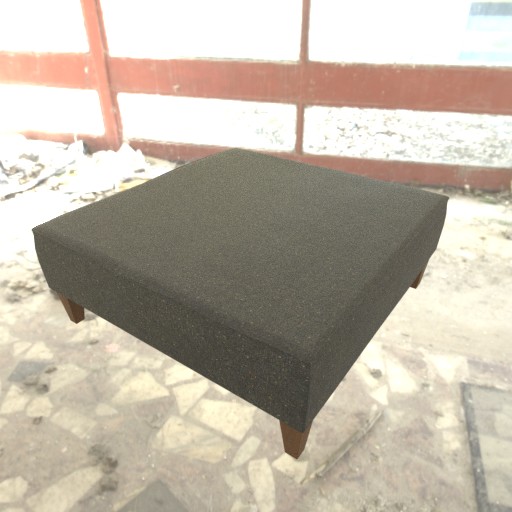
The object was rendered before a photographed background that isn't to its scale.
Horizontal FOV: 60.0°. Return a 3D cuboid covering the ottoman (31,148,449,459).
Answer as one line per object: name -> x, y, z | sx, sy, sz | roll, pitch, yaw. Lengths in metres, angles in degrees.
ottoman -> 0.000, 0.000, 1.523 | 0.968, 0.382, 1.004 | 20, 37, 30
